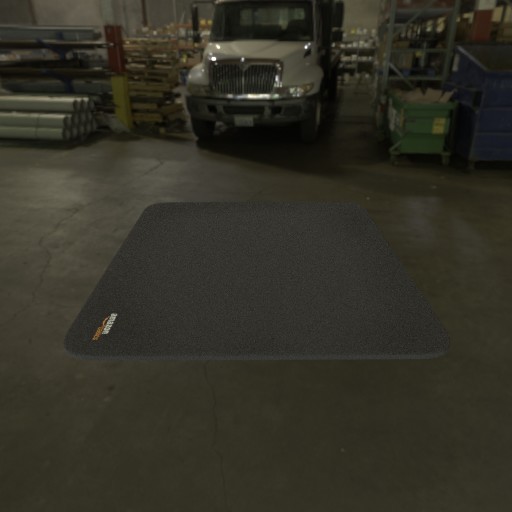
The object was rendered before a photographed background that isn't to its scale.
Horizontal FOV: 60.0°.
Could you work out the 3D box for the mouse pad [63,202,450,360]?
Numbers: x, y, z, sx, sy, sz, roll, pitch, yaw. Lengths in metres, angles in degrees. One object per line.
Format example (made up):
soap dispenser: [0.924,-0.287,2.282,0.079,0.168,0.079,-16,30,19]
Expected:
mouse pad: [0.000,0.000,0.322,0.203,0.003,0.229,0,26,0]
